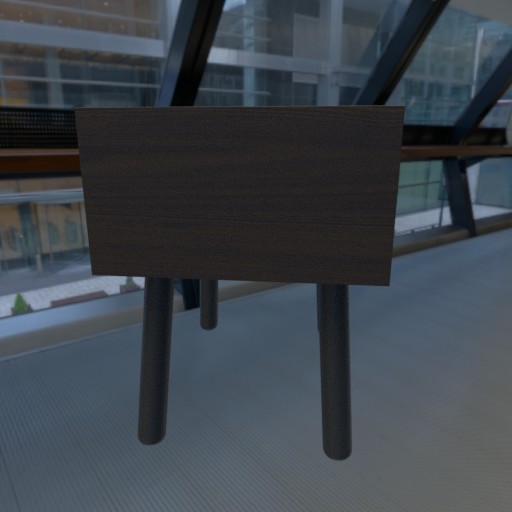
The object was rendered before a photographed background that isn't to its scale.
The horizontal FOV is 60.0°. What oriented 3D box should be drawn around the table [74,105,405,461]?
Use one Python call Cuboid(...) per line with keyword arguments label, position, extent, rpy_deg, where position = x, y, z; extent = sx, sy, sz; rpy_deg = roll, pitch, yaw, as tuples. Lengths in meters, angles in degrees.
Cuboid(label="table", position=(0.000, 0.000, 0.769), extent=(0.370, 0.470, 0.450), rpy_deg=(2, 16, 6))
